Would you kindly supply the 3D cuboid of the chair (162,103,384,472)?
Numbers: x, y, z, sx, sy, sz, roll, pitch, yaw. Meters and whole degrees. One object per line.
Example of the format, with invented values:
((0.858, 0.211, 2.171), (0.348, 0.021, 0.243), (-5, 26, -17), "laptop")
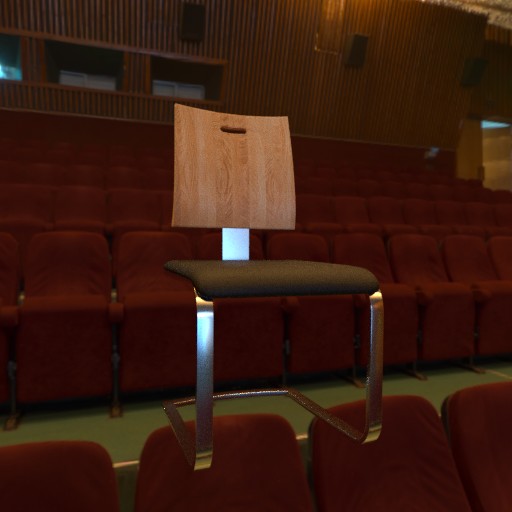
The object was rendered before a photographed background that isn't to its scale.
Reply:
((0.000, 0.000, 1.224), (0.462, 0.936, 0.560), (0, 0, -20), "chair")
